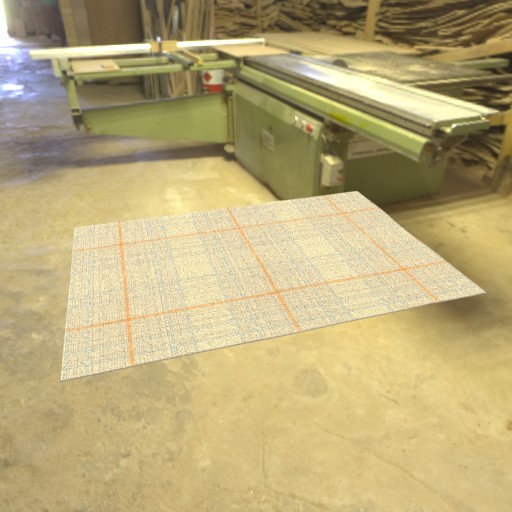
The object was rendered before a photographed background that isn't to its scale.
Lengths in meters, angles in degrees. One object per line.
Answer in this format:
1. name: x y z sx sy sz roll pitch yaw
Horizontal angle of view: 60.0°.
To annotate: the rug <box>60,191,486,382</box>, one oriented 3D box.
1. rug: 0.000 0.000 2.297 1.825 0.015 1.232 -9 32 -14
